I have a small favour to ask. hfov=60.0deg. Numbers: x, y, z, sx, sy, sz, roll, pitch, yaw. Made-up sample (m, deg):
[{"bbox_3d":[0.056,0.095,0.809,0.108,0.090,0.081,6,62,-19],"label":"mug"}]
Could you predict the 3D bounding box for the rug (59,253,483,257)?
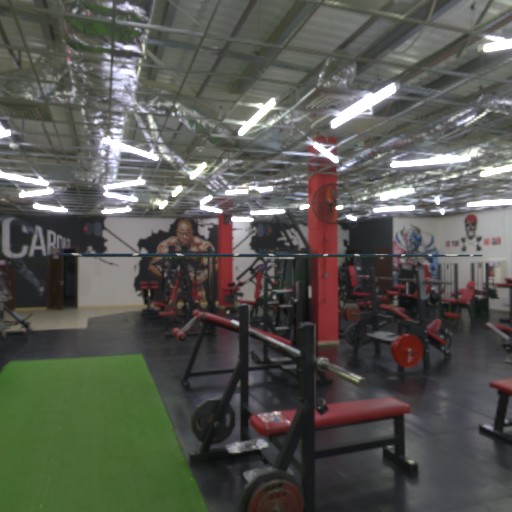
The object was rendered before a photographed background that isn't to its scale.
[{"bbox_3d":[0.000,0.000,2.839,2.134,0.010,1.524,0,0,-17],"label":"rug"}]
